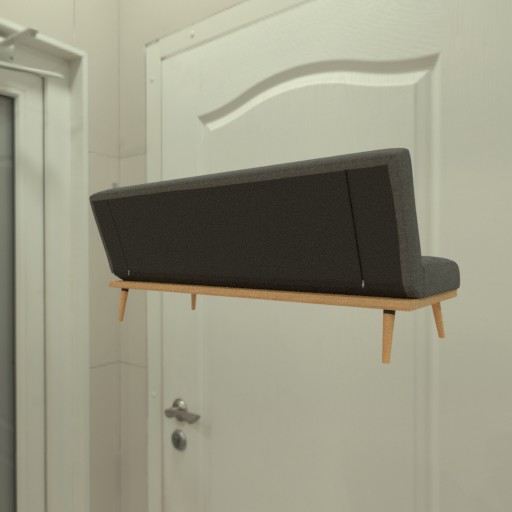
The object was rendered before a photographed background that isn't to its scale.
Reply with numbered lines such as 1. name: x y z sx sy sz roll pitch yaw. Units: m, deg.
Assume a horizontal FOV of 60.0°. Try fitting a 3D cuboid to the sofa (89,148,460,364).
1. sofa: 0.000 0.000 2.304 1.820 0.770 0.820 0 1 37
